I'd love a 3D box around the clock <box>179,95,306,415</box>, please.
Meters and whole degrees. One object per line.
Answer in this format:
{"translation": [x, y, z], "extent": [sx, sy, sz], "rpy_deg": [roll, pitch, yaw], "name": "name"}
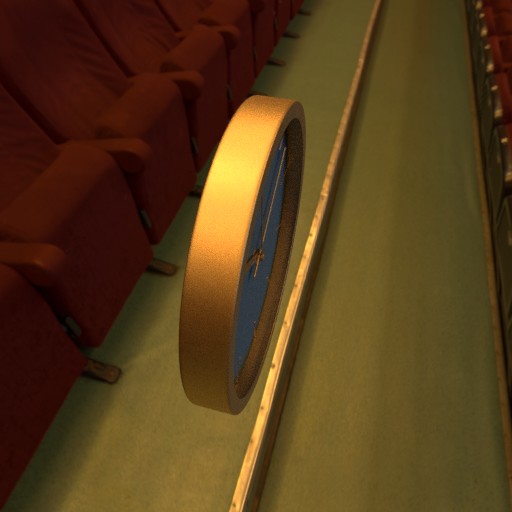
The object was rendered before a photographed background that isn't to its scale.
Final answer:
{"translation": [0.000, 0.000, 0.462], "extent": [0.040, 0.314, 0.314], "rpy_deg": [11, 48, 10], "name": "clock"}
